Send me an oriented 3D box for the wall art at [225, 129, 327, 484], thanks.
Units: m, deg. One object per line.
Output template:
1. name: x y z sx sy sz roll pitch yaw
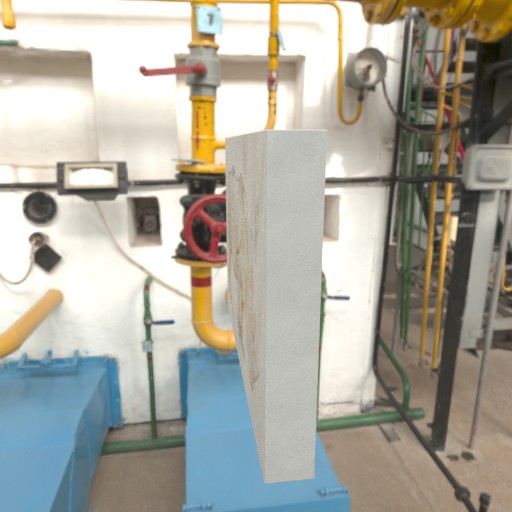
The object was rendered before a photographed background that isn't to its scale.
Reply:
1. wall art: 0.000 0.000 0.485 0.038 0.254 0.381 -2 14 -7
